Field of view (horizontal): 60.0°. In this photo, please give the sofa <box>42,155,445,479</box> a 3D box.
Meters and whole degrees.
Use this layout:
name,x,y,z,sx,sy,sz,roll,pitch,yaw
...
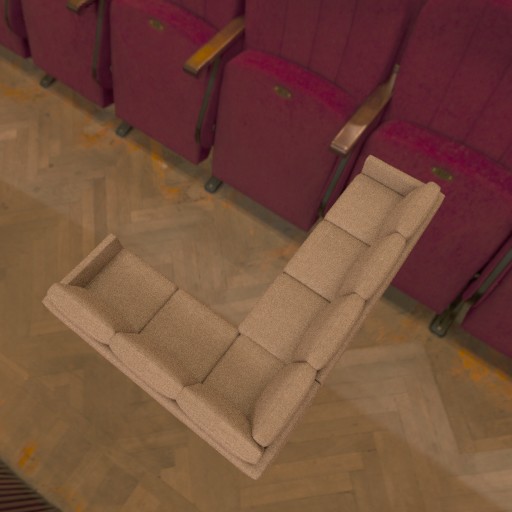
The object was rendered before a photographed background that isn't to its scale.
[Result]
name,x,y,z,sx,sy,sz,roll,pitch,yaw
sofa,0.000,0.000,4.542,2.522,0.934,3.333,33,68,16
